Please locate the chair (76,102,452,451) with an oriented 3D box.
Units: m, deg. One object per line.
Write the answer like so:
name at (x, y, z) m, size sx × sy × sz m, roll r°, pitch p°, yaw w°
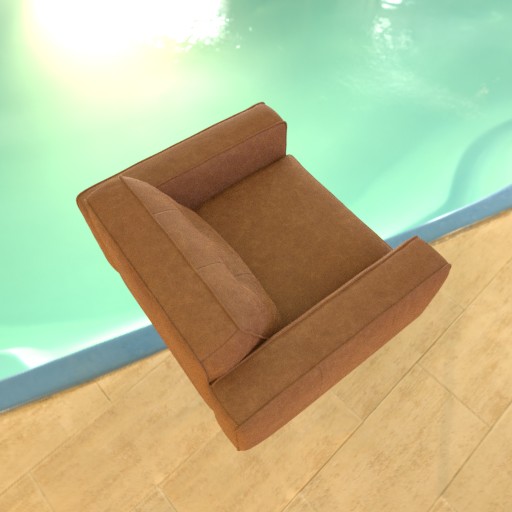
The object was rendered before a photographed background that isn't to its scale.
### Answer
chair at (0.000, 0.000, 1.771) m, size 0.952 × 0.782 × 1.118 m, roll -33°, pitch 63°, yaw -19°
